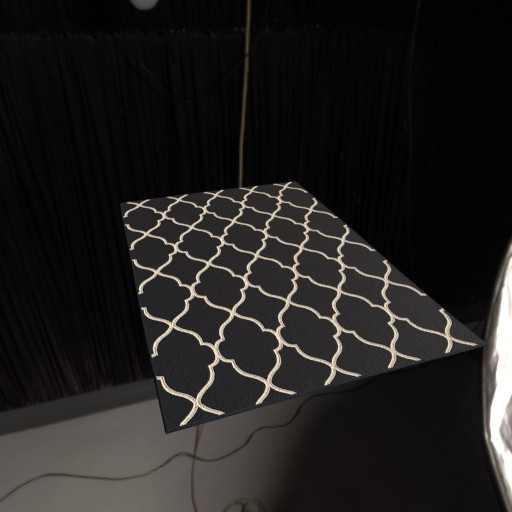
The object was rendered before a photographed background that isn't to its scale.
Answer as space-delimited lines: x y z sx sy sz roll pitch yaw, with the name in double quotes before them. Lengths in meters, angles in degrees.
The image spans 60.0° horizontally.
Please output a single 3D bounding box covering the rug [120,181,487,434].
"rug" 0.000 0.000 2.812 1.528 0.014 2.294 -10 32 -16
